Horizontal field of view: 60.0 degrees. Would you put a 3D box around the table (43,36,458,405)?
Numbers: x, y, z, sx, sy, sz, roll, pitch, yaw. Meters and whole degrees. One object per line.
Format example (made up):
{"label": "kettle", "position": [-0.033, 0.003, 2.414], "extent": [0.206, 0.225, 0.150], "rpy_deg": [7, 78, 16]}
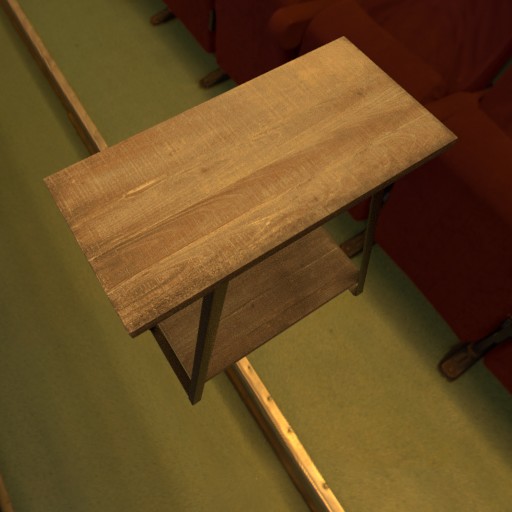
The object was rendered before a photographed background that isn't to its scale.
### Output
{"label": "table", "position": [0.000, 0.000, 1.021], "extent": [0.599, 0.701, 0.300], "rpy_deg": [-31, 67, -14]}
